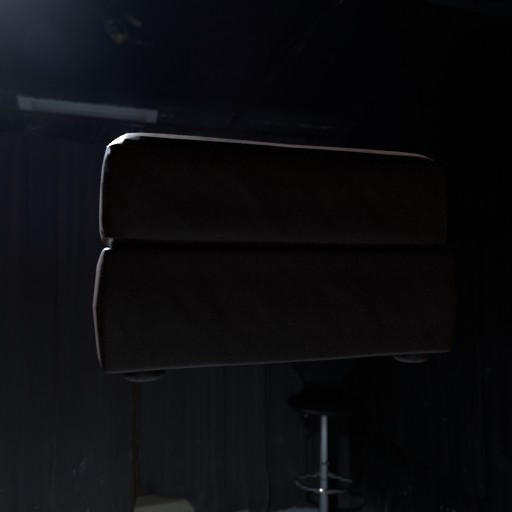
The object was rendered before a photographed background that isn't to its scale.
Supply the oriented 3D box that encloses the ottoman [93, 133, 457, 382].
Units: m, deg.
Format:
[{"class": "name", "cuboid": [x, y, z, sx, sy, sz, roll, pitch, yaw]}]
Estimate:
[{"class": "ottoman", "cuboid": [0.000, 0.000, 1.131, 0.751, 0.476, 0.603, 0, -1, -16]}]
